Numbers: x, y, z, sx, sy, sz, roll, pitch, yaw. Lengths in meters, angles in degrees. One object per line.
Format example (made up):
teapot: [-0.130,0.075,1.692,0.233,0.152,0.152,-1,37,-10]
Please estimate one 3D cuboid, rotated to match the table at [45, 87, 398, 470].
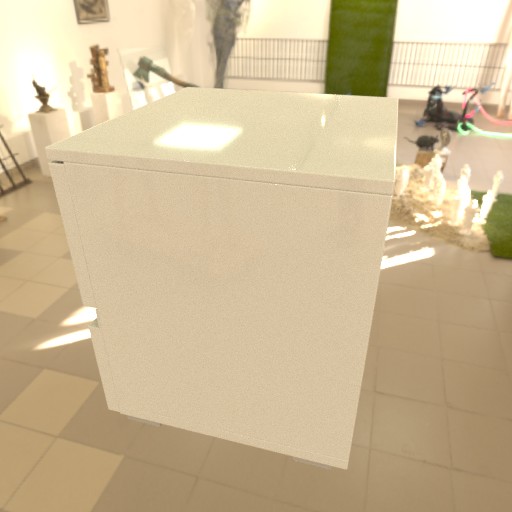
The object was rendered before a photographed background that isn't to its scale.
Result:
table: [0.000,0.000,0.769,0.400,0.470,0.420,8,31,14]
